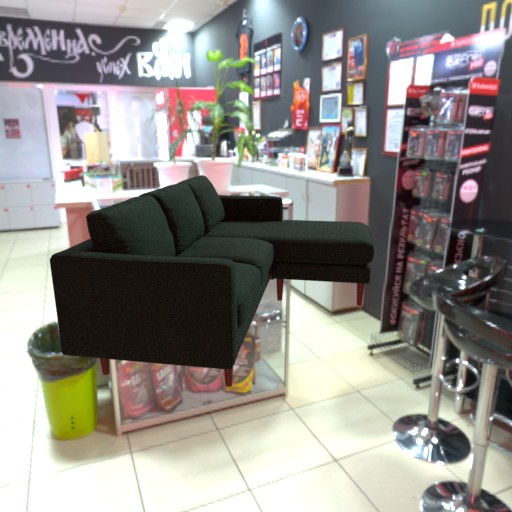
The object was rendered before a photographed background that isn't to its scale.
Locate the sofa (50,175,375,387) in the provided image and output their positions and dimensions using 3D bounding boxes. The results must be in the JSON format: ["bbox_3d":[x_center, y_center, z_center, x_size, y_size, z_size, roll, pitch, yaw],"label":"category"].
[{"bbox_3d":[0.000,0.000,2.915,1.580,0.899,2.030,3,16,9],"label":"sofa"}]
